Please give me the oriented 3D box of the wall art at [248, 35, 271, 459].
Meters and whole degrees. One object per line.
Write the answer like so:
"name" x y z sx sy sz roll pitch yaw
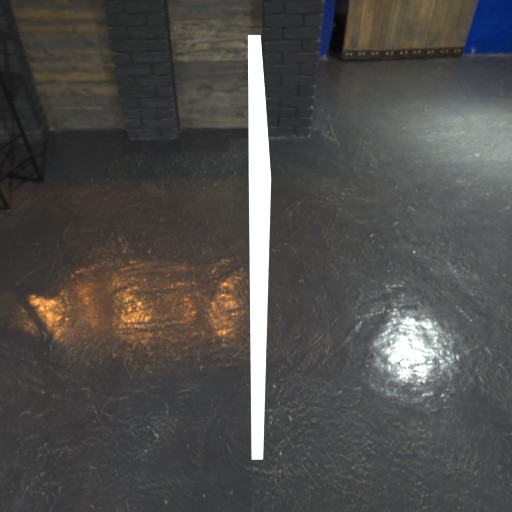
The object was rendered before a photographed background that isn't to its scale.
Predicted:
"wall art" 0.000 0.000 1.374 0.039 1.050 0.795 -1 42 -1
